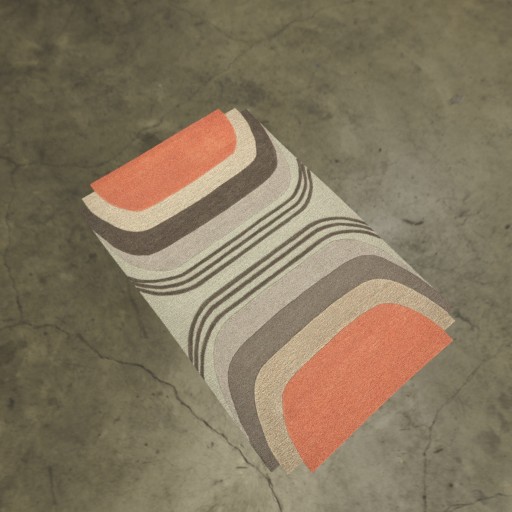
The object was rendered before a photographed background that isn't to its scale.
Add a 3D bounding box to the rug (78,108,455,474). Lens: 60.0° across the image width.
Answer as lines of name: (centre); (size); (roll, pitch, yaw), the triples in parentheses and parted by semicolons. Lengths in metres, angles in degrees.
rug: (0.000, 0.000, 3.005); (1.530, 0.017, 2.446); (-36, 69, -16)
